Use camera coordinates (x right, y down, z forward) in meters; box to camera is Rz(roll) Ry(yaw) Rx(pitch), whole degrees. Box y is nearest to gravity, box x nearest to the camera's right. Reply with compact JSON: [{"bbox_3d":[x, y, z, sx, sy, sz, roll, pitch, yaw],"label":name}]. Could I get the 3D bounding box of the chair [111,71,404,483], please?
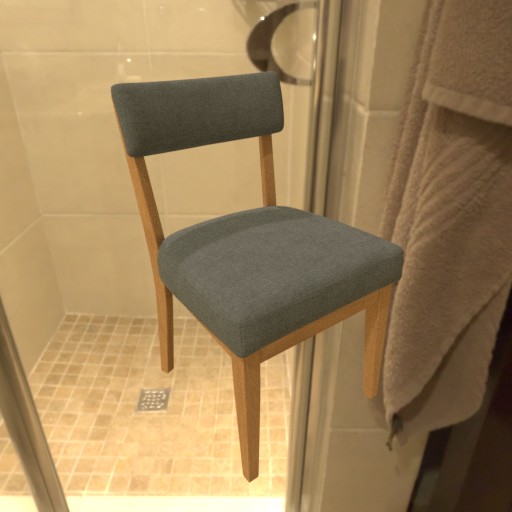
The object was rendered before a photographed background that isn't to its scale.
[{"bbox_3d":[0.000,0.000,1.154,0.508,0.832,0.572,-20,34,-32],"label":"chair"}]
